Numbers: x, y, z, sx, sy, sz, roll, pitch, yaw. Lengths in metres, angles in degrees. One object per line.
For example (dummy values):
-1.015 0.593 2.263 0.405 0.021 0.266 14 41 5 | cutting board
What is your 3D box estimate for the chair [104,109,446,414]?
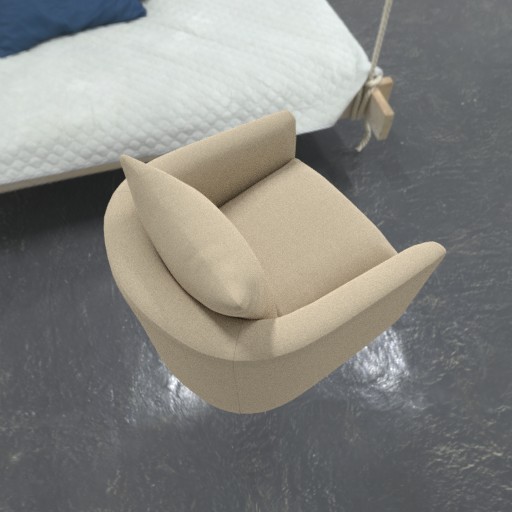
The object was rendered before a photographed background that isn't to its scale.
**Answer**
0.000 0.000 1.556 0.910 0.848 0.845 -32 63 -18 | chair
